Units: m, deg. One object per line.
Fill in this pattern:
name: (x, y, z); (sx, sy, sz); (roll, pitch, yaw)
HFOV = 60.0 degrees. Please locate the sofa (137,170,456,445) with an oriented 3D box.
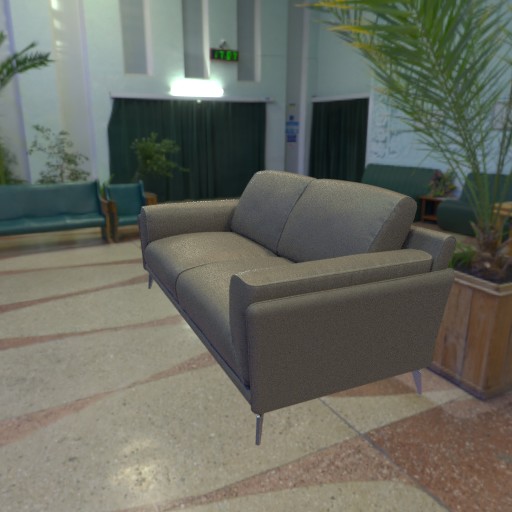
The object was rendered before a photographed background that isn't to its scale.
sofa: (0.000, 0.000, 2.693); (1.049, 0.930, 2.101); (-7, 17, -24)
